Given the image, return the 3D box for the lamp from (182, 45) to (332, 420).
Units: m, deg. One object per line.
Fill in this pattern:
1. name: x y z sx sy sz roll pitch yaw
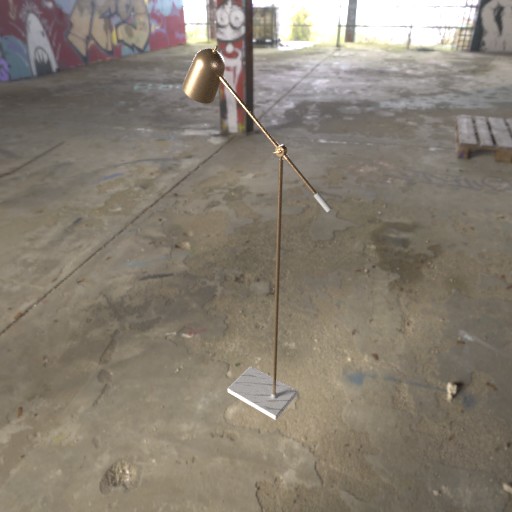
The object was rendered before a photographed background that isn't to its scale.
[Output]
1. lamp: 0.000 0.000 1.872 0.653 1.594 0.194 20 36 31
